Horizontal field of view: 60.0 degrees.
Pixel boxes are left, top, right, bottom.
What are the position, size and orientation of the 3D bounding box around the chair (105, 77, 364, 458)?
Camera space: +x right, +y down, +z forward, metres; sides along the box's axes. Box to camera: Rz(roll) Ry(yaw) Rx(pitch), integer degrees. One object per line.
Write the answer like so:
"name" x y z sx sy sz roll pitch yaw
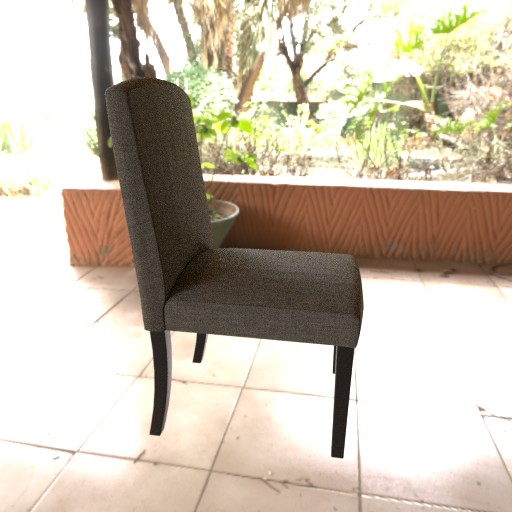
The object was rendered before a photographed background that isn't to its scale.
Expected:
"chair" 0.000 0.000 1.216 0.580 0.917 0.451 3 17 9
